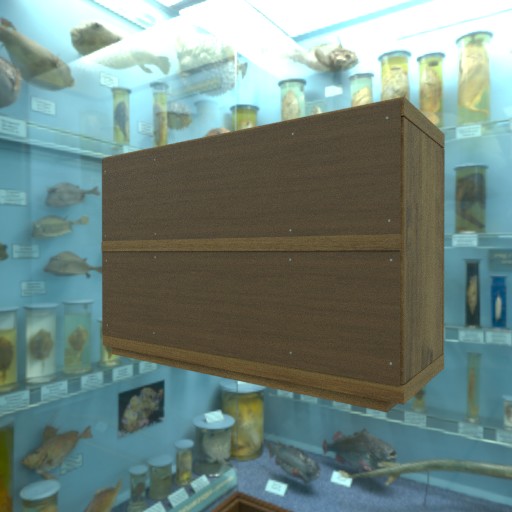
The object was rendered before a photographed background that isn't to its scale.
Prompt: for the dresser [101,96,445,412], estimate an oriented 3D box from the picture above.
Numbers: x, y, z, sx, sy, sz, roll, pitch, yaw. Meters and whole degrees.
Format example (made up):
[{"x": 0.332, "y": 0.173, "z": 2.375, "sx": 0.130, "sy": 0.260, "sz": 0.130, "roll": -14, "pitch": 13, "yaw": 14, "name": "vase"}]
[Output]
[{"x": 0.000, "y": 0.000, "z": 1.689, "sx": 1.261, "sy": 0.825, "sz": 0.479, "roll": 0, "pitch": 1, "yaw": 35, "name": "dresser"}]
